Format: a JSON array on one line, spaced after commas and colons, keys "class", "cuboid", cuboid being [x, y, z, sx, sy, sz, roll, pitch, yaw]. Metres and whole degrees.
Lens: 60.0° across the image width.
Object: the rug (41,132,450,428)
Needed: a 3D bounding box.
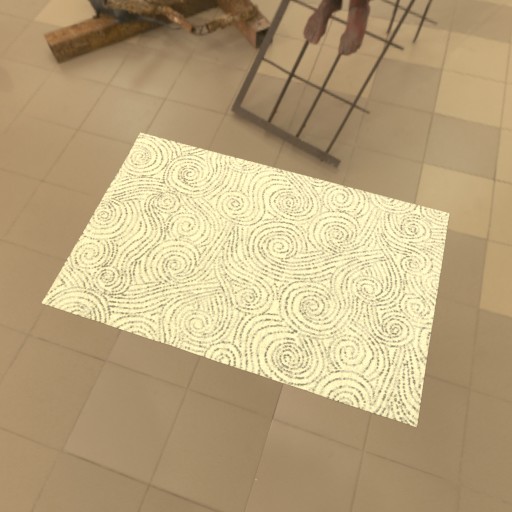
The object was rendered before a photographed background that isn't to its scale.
[{"class": "rug", "cuboid": [0.000, 0.000, 3.031, 2.439, 0.005, 1.524, 16, 64, 8]}]
